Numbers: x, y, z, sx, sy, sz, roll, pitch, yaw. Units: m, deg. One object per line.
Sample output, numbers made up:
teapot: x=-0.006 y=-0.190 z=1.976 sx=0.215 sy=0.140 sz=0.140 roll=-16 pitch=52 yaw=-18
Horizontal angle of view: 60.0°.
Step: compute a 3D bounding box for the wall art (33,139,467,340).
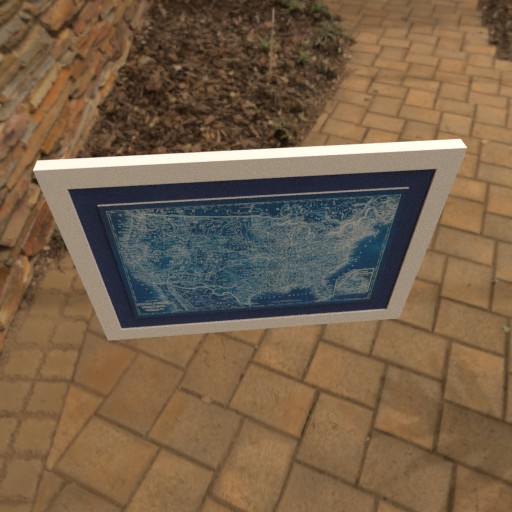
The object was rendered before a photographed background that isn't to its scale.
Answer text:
wall art: x=0.000 y=0.000 z=1.674 sx=1.308 sy=0.902 sz=0.051 roll=-4 pitch=47 yaw=-4
